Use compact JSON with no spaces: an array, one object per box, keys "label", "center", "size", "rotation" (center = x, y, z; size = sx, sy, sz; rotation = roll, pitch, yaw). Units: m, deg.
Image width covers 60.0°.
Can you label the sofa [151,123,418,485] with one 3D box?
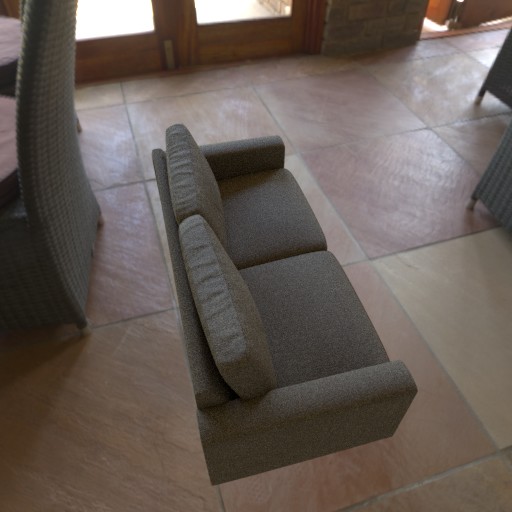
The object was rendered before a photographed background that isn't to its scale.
[{"label":"sofa","center":[0.000,0.000,2.685],"size":[1.016,0.873,2.179],"rotation":[-11,48,-10]}]
